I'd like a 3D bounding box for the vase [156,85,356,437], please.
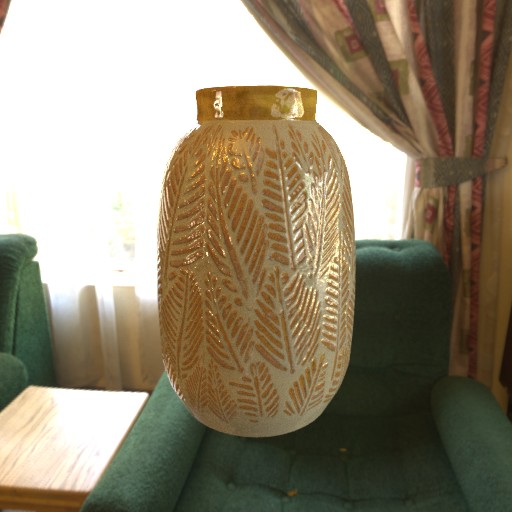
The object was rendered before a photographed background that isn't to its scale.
[{"bbox_3d":[0.000,0.000,0.385,0.172,0.270,0.172,0,16,0],"label":"vase"}]
